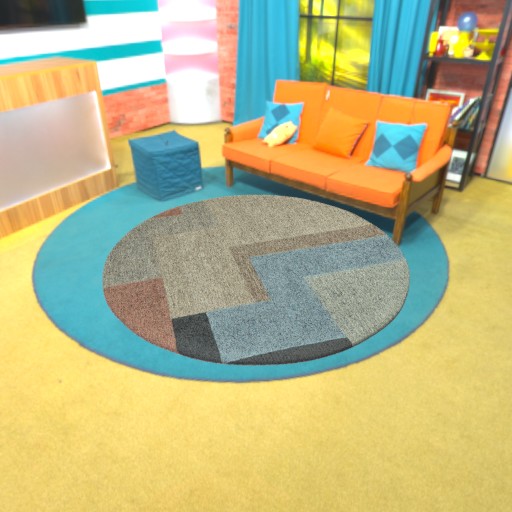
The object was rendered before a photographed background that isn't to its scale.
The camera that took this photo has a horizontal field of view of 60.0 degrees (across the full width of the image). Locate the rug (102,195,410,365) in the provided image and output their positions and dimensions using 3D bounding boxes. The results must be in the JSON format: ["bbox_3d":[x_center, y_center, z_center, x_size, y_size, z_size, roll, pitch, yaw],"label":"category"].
[{"bbox_3d":[0.000,0.000,3.683,2.461,0.033,2.461,0,32,0],"label":"rug"}]
